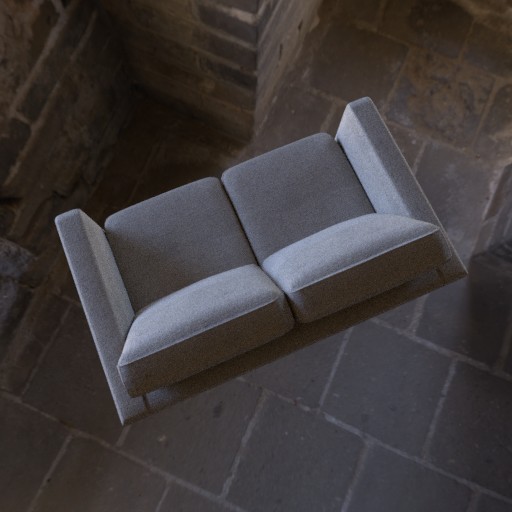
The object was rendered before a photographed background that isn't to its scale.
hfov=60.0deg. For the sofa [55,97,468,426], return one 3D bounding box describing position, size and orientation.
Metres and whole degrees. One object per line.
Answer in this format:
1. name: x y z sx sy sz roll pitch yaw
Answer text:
1. sofa: 0.000 0.000 2.130 1.527 0.973 0.969 -22 77 -6
